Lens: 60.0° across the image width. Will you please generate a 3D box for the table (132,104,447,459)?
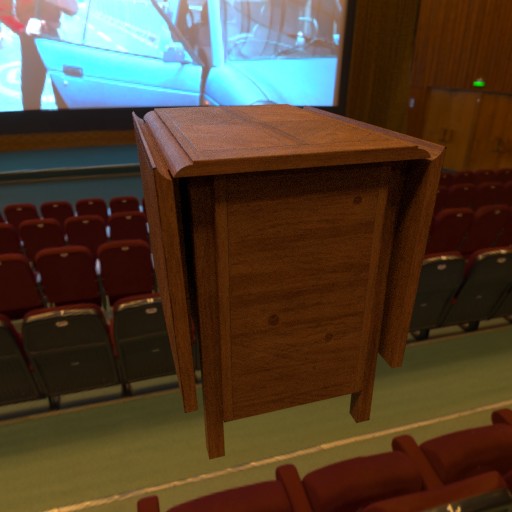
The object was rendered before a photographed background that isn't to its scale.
[{"bbox_3d":[0.000,0.000,1.311,0.591,0.763,0.746,-7,26,-15],"label":"table"}]
